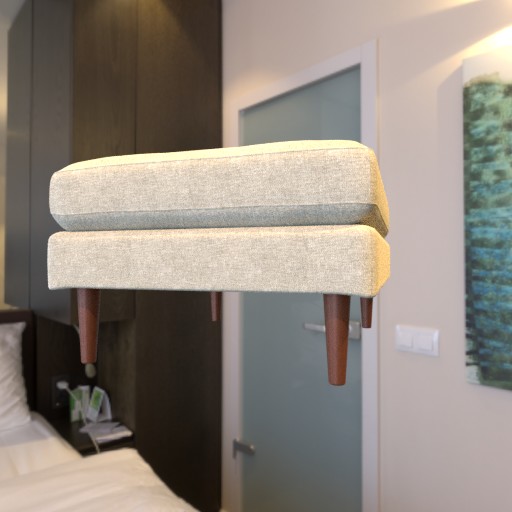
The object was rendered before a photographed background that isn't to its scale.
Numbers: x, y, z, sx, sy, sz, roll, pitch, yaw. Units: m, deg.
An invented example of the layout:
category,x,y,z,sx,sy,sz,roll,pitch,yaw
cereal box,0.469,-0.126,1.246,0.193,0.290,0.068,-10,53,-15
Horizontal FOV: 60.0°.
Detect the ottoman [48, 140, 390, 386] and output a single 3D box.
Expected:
category,x,y,z,sx,sy,sz,roll,pitch,yaw
ottoman,0.000,0.000,1.227,0.693,0.474,0.821,0,-1,18
